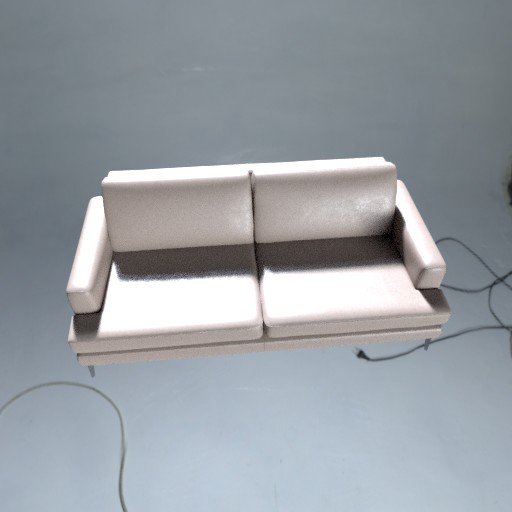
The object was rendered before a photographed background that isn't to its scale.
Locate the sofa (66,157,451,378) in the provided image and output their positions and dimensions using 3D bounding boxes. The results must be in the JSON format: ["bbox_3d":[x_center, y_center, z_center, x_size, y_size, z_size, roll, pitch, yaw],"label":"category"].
[{"bbox_3d":[0.000,0.000,2.513,1.940,0.765,0.974,-4,47,-4],"label":"sofa"}]
